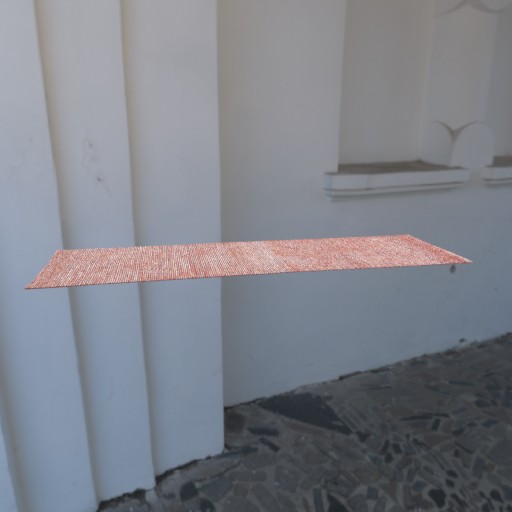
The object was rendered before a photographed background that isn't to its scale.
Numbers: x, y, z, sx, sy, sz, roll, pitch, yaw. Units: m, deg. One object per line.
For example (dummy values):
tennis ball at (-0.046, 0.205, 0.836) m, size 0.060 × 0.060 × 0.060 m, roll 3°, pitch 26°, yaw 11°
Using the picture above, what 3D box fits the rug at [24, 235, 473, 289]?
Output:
rug at (0.000, 0.000, 2.598) m, size 2.353 × 0.013 × 0.718 m, roll -3°, pitch 16°, yaw -10°
